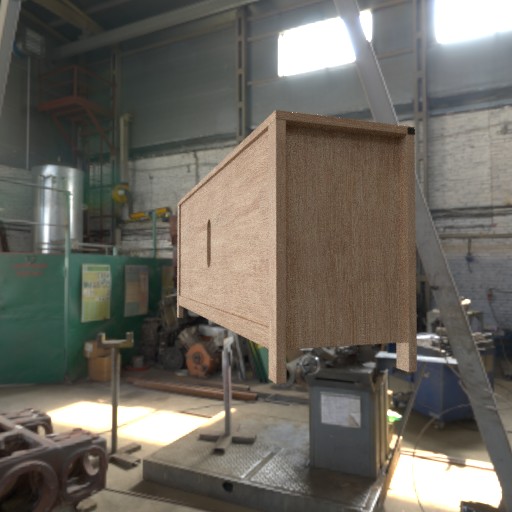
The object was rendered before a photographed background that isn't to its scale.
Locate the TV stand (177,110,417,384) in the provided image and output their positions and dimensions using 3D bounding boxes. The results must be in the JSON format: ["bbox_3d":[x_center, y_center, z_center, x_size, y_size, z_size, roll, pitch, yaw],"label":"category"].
[{"bbox_3d":[0.000,0.000,1.740,0.398,0.610,1.466,1,-2,-19],"label":"TV stand"}]
